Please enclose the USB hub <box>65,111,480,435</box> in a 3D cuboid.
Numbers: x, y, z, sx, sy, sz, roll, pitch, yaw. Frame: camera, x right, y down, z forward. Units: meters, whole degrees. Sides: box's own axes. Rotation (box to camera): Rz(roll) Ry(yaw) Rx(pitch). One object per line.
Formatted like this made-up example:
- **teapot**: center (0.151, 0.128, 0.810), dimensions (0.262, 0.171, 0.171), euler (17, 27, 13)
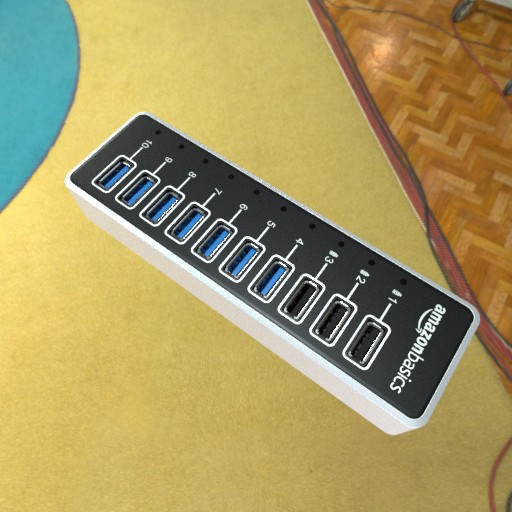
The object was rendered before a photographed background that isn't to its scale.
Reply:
- **USB hub**: center (0.000, 0.000, 0.159), dimensions (0.145, 0.023, 0.044), euler (33, 68, 15)
